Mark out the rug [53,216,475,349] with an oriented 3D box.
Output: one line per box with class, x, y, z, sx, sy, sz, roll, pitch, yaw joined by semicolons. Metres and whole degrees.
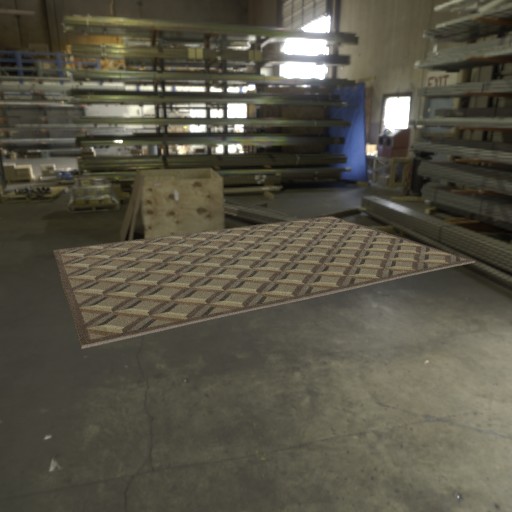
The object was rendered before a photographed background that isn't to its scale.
rug;0.000;0.000;2.072;1.677;0.011;1.066;-9;20;-26
